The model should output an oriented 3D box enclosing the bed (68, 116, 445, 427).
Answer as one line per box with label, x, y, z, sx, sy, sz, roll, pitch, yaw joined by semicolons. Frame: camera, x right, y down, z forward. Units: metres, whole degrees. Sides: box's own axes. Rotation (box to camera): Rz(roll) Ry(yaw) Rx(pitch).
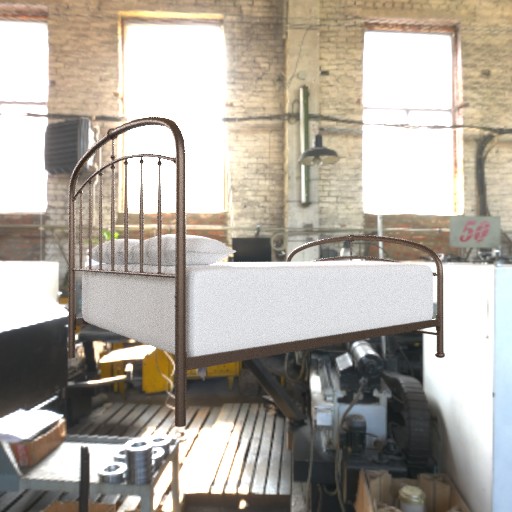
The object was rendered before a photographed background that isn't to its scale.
bed;0.000;0.000;3.219;2.168;1.475;1.711;0;0;-38
